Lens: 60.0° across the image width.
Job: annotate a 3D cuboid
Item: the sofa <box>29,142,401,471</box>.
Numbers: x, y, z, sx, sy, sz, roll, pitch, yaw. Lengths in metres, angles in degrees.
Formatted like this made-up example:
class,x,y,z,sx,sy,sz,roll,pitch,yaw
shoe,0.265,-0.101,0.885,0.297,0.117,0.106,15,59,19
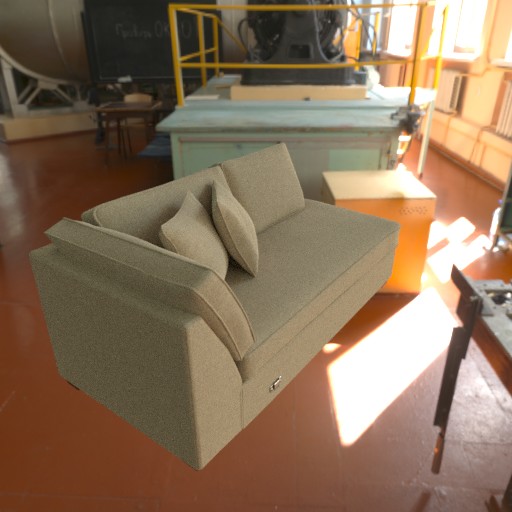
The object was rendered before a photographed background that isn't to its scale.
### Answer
class,x,y,z,sx,sy,sz,roll,pitch,yaw
sofa,0.000,0.000,2.772,1.110,1.033,2.237,18,32,32
